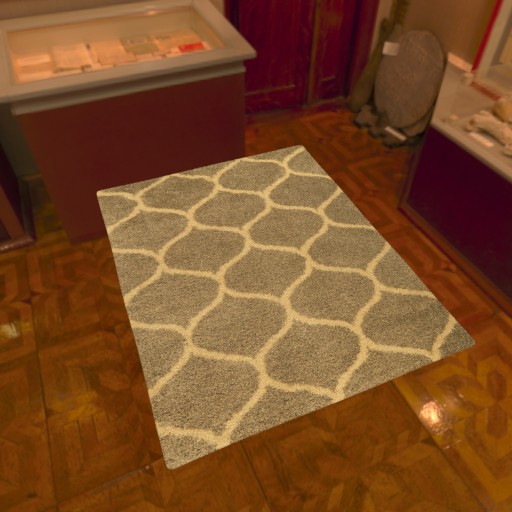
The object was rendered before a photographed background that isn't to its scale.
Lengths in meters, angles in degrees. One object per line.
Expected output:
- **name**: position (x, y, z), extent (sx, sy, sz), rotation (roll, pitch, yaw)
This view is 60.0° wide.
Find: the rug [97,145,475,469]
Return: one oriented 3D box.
- **rug**: position (0.000, 0.000, 4.005), extent (2.399, 0.026, 3.000), rotation (-16, 48, -15)
